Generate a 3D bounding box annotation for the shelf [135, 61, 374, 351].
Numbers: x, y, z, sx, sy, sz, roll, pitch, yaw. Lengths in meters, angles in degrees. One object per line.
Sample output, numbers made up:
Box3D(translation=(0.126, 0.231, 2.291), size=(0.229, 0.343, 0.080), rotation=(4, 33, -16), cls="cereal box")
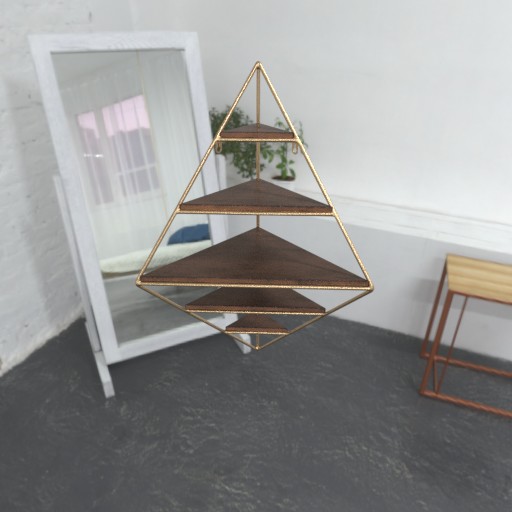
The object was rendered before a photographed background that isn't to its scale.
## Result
Box3D(translation=(0.000, 0.000, 1.167), size=(0.564, 0.913, 0.294), rotation=(1, 30, 2), cls="shelf")
